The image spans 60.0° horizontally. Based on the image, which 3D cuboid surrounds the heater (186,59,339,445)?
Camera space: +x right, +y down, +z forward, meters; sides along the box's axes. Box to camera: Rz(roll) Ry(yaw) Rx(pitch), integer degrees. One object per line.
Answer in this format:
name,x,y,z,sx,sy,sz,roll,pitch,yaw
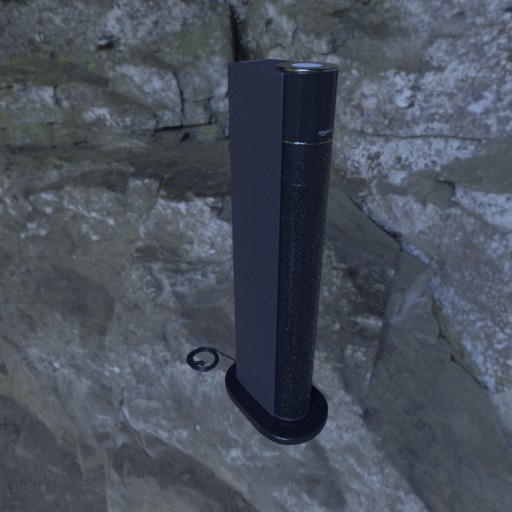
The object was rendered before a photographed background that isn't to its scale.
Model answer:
heater,0.000,0.000,1.048,0.214,0.856,0.458,-22,37,-34
